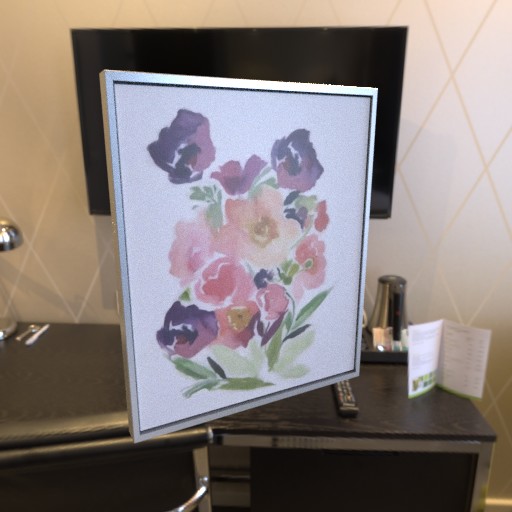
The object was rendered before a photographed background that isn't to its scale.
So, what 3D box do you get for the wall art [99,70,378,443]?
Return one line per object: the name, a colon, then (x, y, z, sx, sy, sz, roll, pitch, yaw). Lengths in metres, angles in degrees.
wall art: (0.000, 0.000, 0.746, 0.452, 0.549, 0.038, -7, 16, -26)
